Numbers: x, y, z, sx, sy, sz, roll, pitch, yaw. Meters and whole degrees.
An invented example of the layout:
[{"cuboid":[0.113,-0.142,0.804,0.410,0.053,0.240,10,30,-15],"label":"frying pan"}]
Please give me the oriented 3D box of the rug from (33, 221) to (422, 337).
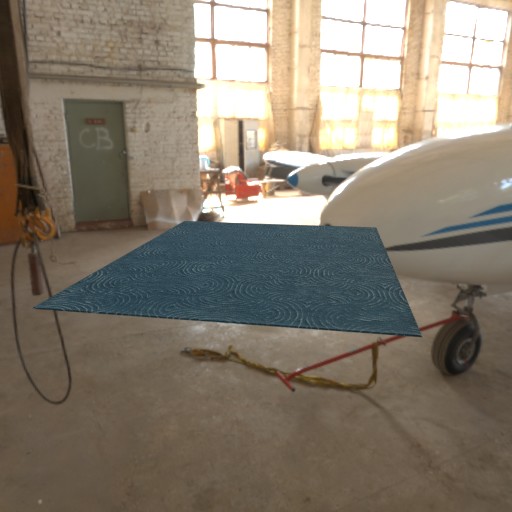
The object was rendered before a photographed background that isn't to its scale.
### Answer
[{"cuboid":[0.000,0.000,4.130,2.432,0.012,3.033,3,16,10],"label":"rug"}]
